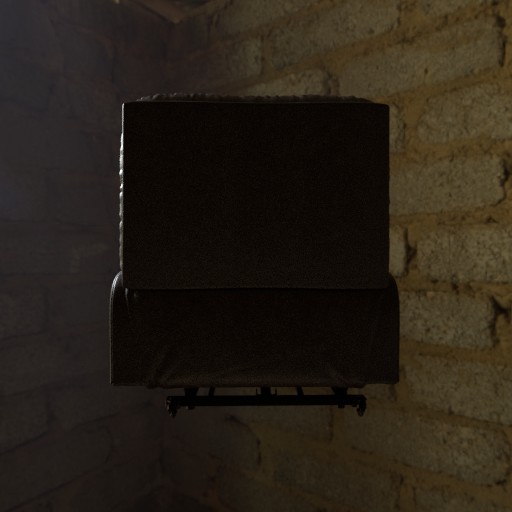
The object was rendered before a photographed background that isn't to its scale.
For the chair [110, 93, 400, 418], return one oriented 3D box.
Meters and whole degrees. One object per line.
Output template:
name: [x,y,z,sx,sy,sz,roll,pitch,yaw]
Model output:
chair: [0.000,0.000,1.723,0.940,1.041,0.879,0,0,-1]
